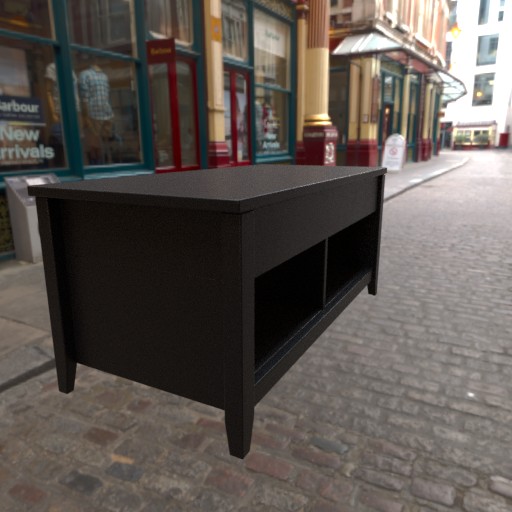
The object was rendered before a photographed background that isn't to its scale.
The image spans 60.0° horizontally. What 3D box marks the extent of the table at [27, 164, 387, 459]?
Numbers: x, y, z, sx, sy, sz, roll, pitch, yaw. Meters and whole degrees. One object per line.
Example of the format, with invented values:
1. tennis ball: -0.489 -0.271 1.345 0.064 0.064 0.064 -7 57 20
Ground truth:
1. table: 0.000 0.000 1.253 0.483 0.457 1.016 7 16 27
